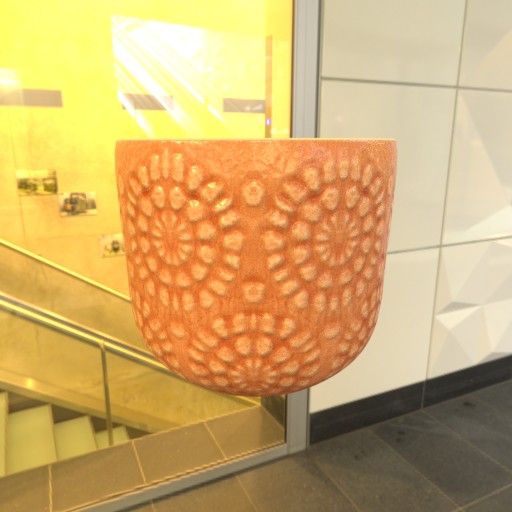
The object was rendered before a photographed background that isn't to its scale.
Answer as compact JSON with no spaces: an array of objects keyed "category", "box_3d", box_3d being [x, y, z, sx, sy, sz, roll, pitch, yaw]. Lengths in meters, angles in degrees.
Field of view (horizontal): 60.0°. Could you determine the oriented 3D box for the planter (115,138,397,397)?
[{"category":"planter","box_3d":[0.000,0.000,0.214,0.124,0.109,0.124,0,14,0]}]
